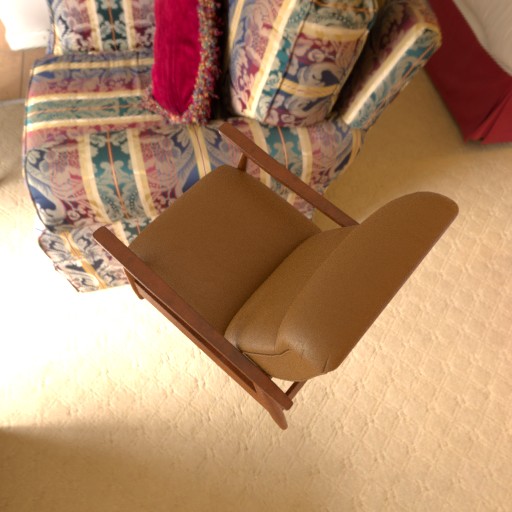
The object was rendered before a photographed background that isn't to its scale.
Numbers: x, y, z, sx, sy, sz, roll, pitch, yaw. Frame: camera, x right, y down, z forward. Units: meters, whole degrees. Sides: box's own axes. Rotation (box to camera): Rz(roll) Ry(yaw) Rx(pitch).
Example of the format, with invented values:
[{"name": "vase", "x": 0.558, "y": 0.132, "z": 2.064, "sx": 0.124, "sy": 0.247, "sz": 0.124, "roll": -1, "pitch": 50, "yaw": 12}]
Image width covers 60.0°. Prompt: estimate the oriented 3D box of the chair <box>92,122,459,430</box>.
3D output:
[{"name": "chair", "x": 0.000, "y": 0.000, "z": 1.745, "sx": 1.014, "sy": 1.082, "sz": 0.762, "roll": 38, "pitch": 69, "yaw": 17}]
